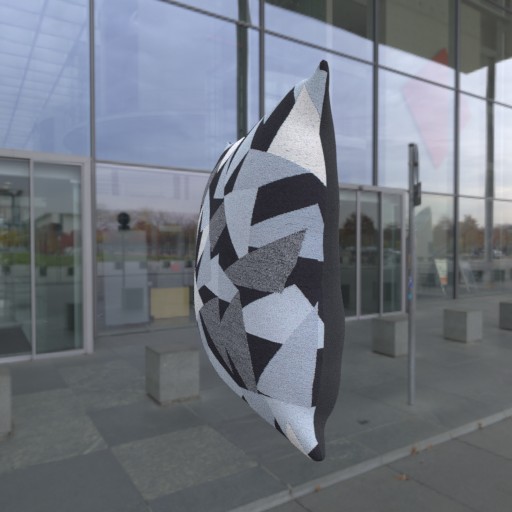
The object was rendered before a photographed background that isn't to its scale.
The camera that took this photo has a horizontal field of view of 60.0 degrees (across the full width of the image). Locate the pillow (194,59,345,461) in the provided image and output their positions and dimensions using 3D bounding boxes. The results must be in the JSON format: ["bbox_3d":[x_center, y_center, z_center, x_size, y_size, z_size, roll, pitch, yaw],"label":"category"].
[{"bbox_3d":[0.000,0.000,0.768,0.208,0.496,0.503,0,1,-17],"label":"pillow"}]
